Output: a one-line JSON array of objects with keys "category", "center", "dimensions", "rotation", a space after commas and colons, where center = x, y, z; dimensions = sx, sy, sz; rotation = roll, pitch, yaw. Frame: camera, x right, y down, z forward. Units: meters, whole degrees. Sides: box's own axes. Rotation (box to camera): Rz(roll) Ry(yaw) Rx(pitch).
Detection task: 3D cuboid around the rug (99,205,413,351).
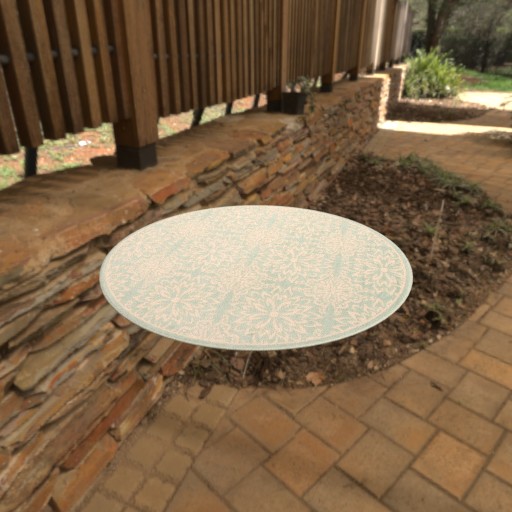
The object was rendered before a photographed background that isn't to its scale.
[{"category": "rug", "center": [0.000, 0.000, 2.362], "dimensions": [1.593, 0.012, 1.593], "rotation": [0, 26, 0]}]
